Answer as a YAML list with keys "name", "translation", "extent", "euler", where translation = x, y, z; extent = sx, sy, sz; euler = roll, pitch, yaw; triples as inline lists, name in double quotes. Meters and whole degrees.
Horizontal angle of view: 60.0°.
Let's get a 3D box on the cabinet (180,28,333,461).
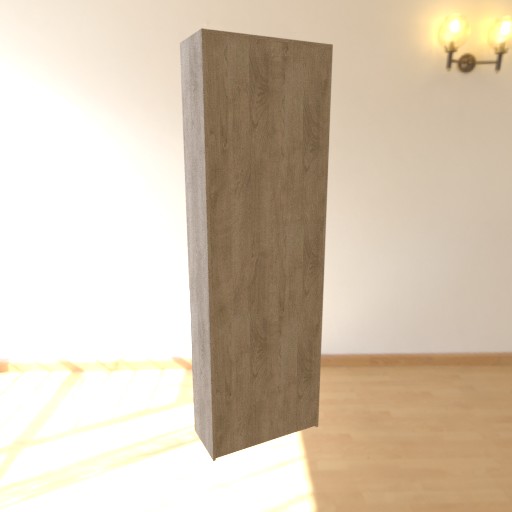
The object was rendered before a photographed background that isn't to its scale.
- name: "cabinet"
  translation: [0.000, 0.000, 1.850]
  extent: [0.520, 1.630, 0.250]
  euler: [-7, 15, -26]
